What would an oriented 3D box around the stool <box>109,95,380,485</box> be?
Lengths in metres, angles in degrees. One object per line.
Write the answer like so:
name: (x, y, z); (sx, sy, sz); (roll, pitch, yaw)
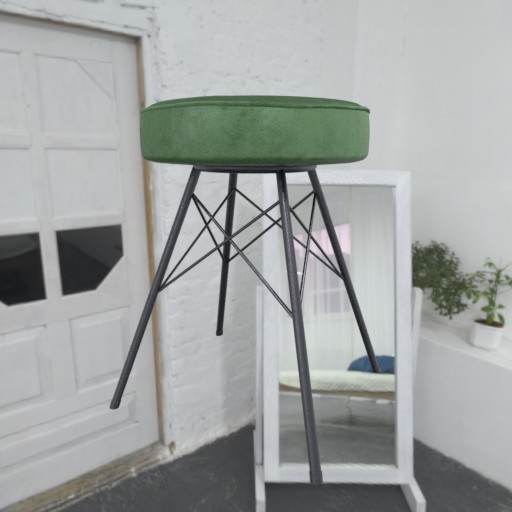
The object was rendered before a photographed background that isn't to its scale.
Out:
stool: (0.000, 0.000, 0.907); (0.457, 0.595, 0.430); (7, 16, 27)
